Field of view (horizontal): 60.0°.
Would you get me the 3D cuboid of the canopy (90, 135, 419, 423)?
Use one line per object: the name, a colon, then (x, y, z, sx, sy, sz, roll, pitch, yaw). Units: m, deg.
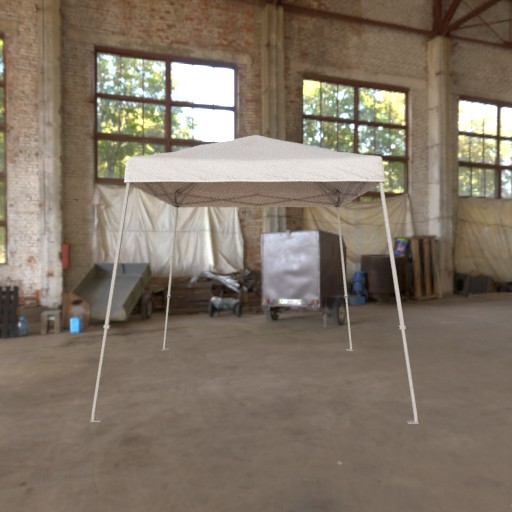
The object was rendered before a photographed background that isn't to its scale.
canopy: (0.000, 0.000, 5.242, 2.848, 2.849, 2.849, 0, 1, 1)
